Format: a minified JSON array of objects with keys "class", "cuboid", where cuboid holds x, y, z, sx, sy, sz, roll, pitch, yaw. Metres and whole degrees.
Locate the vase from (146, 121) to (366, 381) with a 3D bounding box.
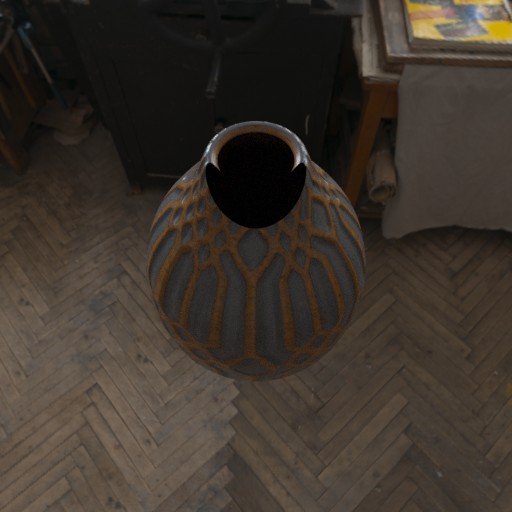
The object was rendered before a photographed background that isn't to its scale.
[{"class":"vase","cuboid":[0.000,0.000,0.138,0.069,0.088,0.069,0,58,0]}]
